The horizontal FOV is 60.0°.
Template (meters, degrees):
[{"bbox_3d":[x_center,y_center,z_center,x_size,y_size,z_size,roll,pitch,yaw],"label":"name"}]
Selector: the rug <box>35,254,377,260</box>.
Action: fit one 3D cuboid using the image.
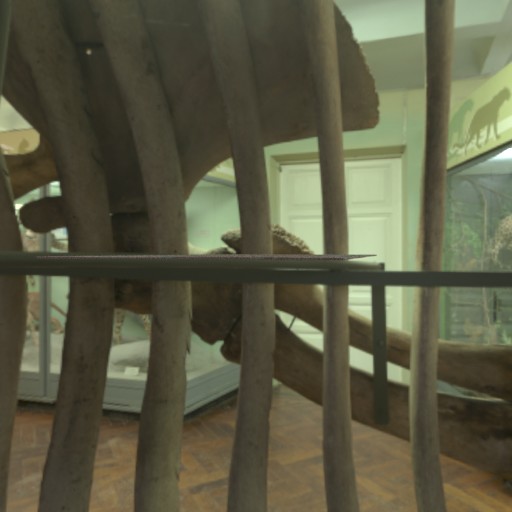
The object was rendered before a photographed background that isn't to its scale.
[{"bbox_3d":[0.000,0.000,3.131,1.533,0.011,2.439,0,0,18],"label":"rug"}]
